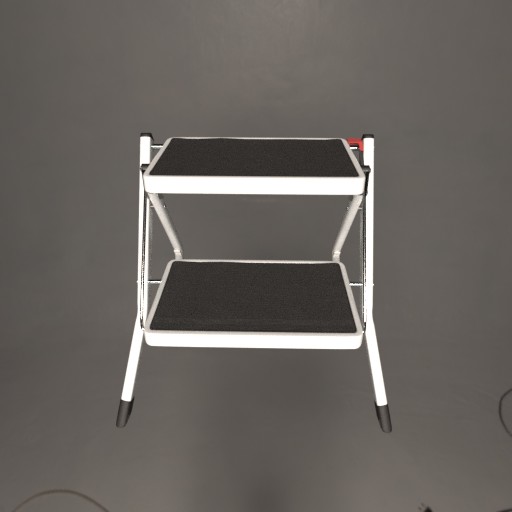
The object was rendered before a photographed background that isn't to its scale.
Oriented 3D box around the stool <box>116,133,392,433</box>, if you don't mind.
[{"bbox_3d":[0.000,0.000,0.852,0.485,0.445,0.490,1,31,1],"label":"stool"}]
